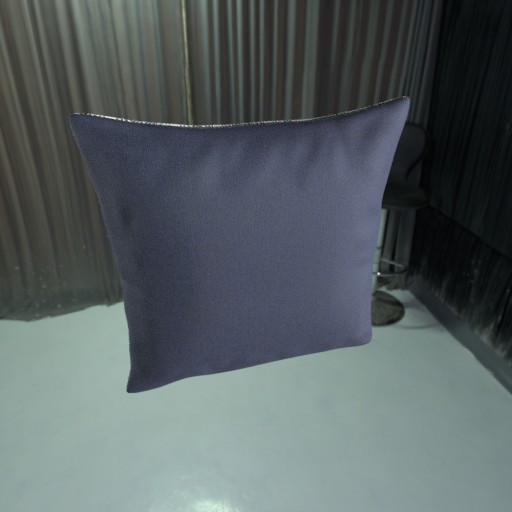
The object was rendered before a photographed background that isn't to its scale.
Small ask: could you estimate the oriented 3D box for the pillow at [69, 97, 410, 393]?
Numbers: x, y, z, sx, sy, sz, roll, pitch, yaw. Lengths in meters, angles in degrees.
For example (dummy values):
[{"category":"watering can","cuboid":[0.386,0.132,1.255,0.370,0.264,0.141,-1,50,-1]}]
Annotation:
[{"category":"pillow","cuboid":[0.000,0.000,0.772,0.520,0.508,0.166,-8,29,-15]}]
